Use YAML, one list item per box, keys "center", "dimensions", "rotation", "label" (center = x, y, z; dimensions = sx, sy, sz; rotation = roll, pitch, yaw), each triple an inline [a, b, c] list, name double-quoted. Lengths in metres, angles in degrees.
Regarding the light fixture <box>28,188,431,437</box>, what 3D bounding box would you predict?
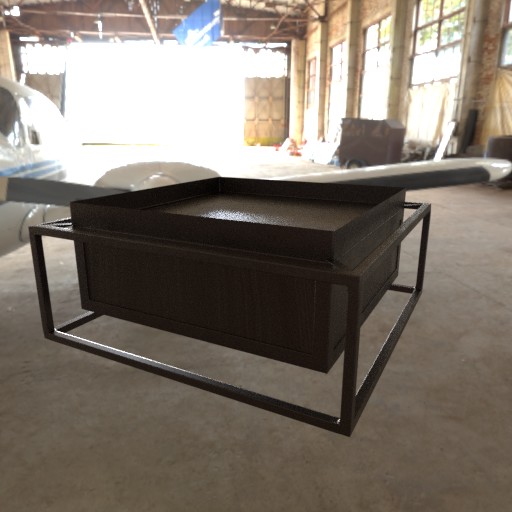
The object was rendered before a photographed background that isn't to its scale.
- center: [0.000, 0.000, 0.684]
  dimensions: [0.441, 0.191, 0.441]
  rotation: [8, 18, 27]
  label: "light fixture"
